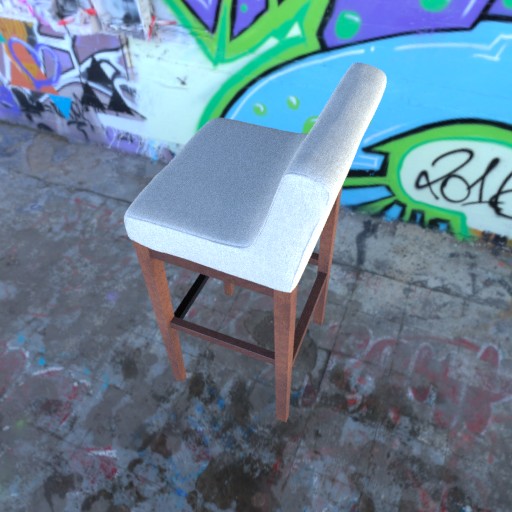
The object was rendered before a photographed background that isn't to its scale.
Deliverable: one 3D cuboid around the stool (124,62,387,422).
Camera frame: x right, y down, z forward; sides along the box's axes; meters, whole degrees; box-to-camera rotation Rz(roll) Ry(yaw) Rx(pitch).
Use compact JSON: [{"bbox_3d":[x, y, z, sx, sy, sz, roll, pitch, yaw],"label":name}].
[{"bbox_3d":[0.000,0.000,1.334,0.500,1.037,0.511,16,48,15],"label":"stool"}]
